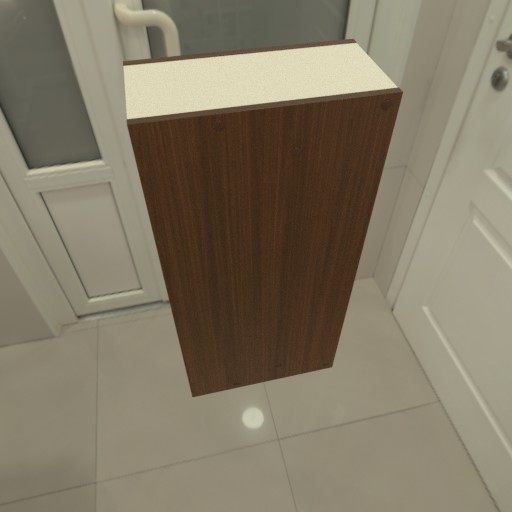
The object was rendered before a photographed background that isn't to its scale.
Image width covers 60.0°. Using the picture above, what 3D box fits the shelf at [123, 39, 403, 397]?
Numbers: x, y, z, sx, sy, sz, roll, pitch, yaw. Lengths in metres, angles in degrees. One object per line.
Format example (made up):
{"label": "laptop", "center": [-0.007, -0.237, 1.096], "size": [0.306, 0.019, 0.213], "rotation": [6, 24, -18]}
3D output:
{"label": "shelf", "center": [0.000, 0.000, 0.719], "size": [0.290, 0.600, 0.147], "rotation": [-10, 48, -9]}
